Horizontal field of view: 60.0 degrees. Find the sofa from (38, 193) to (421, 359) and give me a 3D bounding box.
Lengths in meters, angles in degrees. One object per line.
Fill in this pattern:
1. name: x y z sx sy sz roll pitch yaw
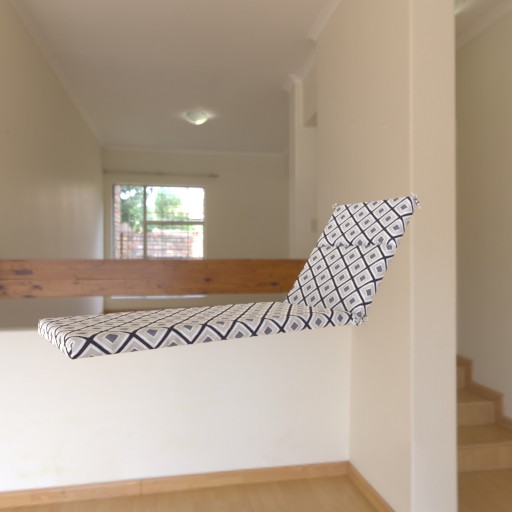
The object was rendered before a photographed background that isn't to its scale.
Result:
1. sofa: 0.000 0.000 1.946 1.663 0.622 0.582 0 0 -36
